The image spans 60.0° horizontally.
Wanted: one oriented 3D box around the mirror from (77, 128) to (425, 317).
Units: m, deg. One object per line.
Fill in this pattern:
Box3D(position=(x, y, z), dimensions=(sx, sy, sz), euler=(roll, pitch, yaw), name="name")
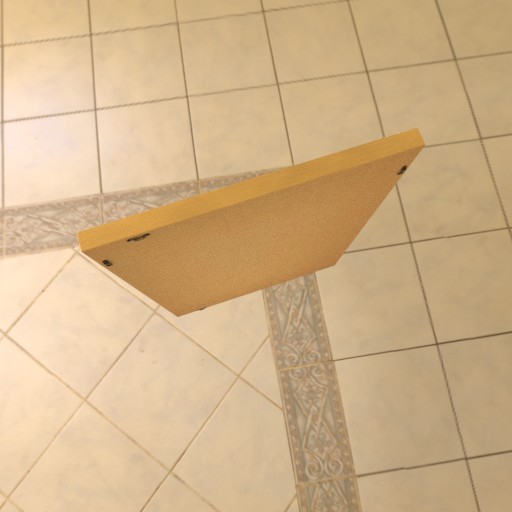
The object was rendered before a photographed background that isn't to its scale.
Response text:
Box3D(position=(0.000, 0.000, 1.191), dimensions=(0.609, 0.915, 0.040), euler=(-18, 76, -5), name="mirror")
